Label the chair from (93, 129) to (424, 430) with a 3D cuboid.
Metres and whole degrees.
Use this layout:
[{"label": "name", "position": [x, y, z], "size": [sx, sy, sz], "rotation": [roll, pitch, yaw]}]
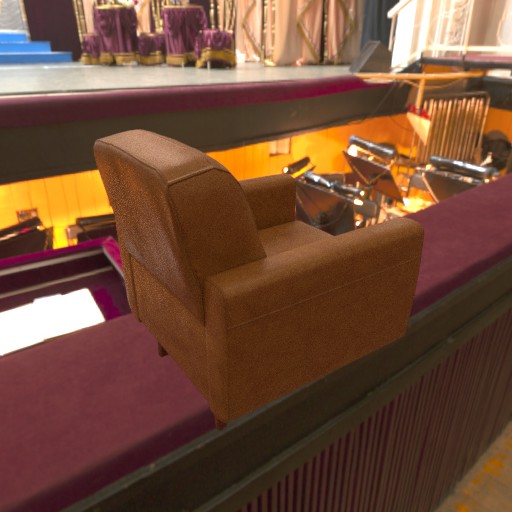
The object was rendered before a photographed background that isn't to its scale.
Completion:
[{"label": "chair", "position": [0.000, 0.000, 1.704], "size": [0.942, 0.968, 0.845], "rotation": [-17, 31, -31]}]
